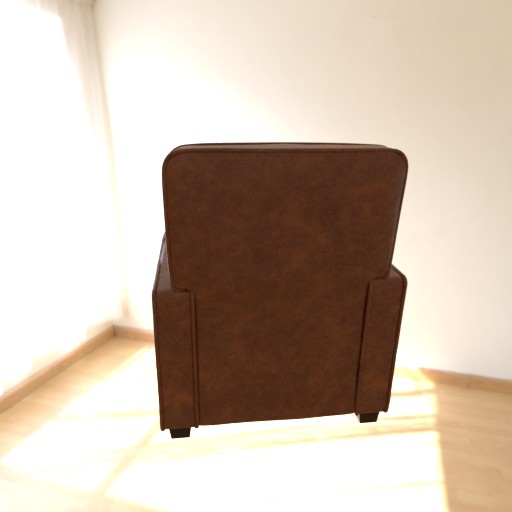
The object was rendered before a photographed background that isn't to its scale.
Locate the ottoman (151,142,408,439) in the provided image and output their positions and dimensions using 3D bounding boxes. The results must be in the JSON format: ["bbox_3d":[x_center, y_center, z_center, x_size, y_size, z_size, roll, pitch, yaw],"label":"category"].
[{"bbox_3d":[0.000,0.000,1.828,0.732,0.904,1.314,-2,14,-7],"label":"ottoman"}]
